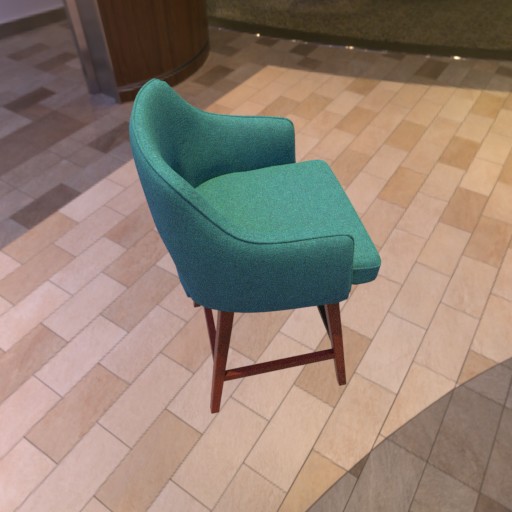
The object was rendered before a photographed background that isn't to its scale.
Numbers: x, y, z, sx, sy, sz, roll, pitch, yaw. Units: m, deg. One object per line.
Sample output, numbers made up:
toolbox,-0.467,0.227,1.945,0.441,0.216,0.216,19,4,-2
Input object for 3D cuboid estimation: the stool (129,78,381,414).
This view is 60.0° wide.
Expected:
stool,0.000,0.000,1.313,0.556,0.961,0.548,-10,48,-9
